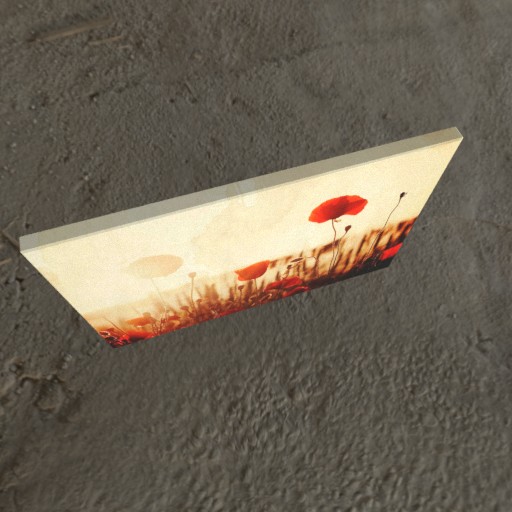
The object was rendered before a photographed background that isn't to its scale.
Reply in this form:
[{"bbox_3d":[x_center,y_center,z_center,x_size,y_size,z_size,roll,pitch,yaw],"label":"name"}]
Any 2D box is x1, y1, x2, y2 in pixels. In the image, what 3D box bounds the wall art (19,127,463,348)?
[{"bbox_3d":[0.000,0.000,1.149,0.918,0.602,0.038,-16,63,-8],"label":"wall art"}]
